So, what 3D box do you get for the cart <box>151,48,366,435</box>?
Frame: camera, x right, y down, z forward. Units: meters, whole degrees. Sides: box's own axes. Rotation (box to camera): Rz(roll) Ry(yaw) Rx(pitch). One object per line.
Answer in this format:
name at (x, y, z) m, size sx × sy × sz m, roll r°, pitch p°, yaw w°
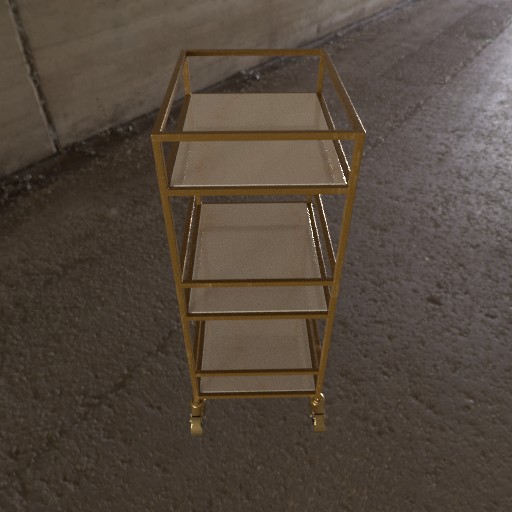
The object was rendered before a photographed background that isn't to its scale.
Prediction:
cart at (0.000, 0.000, 1.009) m, size 0.332 × 0.761 × 0.483 m, roll -1°, pitch 41°, yaw -1°
